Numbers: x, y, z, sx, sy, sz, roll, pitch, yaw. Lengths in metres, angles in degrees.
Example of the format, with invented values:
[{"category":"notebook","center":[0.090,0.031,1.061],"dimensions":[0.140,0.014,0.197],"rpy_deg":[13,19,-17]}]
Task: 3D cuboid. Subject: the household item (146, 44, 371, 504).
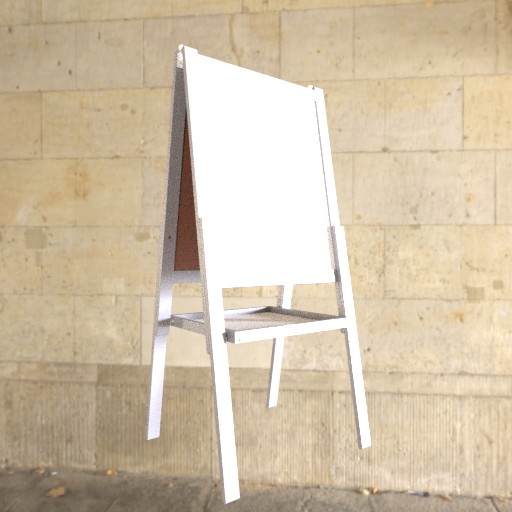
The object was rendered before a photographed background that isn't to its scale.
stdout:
[{"category":"household item","center":[0.000,0.000,1.388],"dimensions":[0.531,1.172,0.469],"rpy_deg":[0,0,-37]}]
